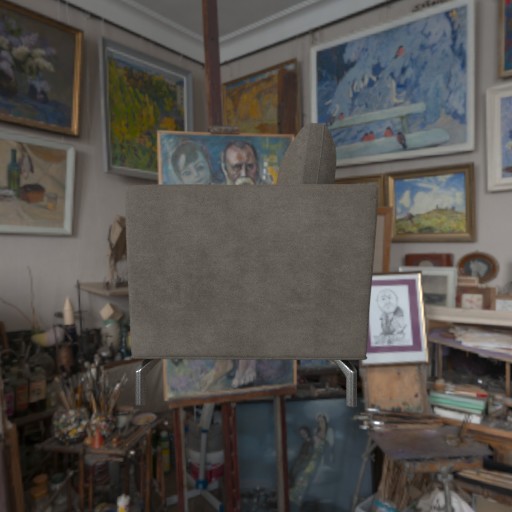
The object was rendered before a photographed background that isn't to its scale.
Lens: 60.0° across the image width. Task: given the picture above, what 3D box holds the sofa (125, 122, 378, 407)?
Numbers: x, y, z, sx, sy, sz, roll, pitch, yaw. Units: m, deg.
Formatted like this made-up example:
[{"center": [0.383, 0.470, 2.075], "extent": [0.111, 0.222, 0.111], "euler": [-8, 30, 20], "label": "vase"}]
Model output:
[{"center": [0.000, 0.000, 2.368], "extent": [0.855, 1.013, 1.832], "euler": [0, 1, 1], "label": "sofa"}]
